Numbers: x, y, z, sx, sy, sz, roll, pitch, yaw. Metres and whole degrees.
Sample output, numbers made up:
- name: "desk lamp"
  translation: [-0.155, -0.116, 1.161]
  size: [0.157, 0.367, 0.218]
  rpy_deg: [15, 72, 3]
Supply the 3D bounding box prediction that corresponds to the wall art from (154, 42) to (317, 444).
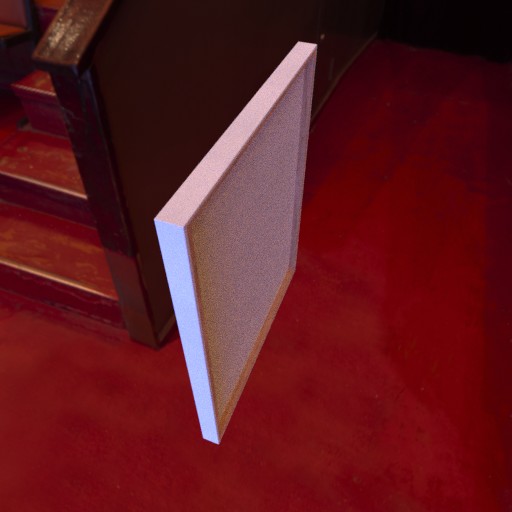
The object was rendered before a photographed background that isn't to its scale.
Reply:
- name: "wall art"
  translation: [0.000, 0.000, 0.849]
  size: [0.037, 0.606, 0.508]
  rpy_deg: [16, 49, 14]
